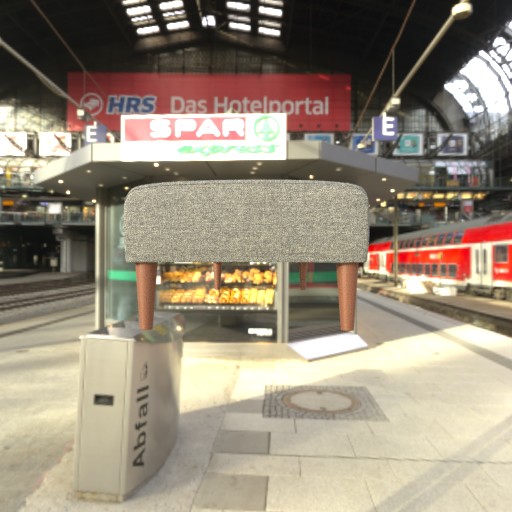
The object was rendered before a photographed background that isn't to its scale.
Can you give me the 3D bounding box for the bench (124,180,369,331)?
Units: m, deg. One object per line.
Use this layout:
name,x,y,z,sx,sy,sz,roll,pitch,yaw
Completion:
bench,0.000,0.000,1.865,0.631,0.384,1.598,0,-1,2
